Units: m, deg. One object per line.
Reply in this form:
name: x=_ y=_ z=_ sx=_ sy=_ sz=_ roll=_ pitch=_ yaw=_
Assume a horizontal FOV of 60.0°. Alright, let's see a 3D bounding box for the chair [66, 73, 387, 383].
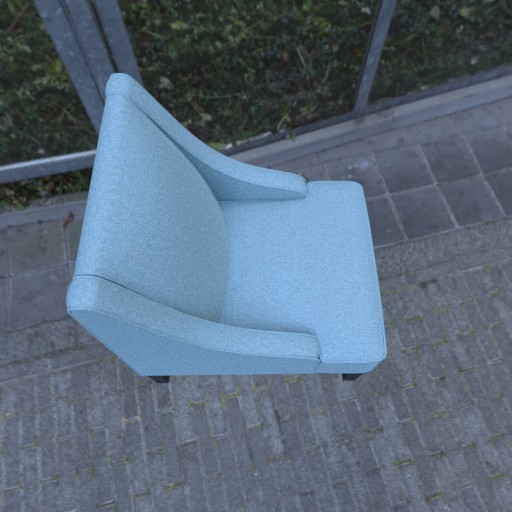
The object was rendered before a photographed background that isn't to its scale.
chair: x=0.000 y=0.000 z=1.828 sx=1.025 sy=1.133 sz=0.857 roll=-1 pitch=64 yaw=0
